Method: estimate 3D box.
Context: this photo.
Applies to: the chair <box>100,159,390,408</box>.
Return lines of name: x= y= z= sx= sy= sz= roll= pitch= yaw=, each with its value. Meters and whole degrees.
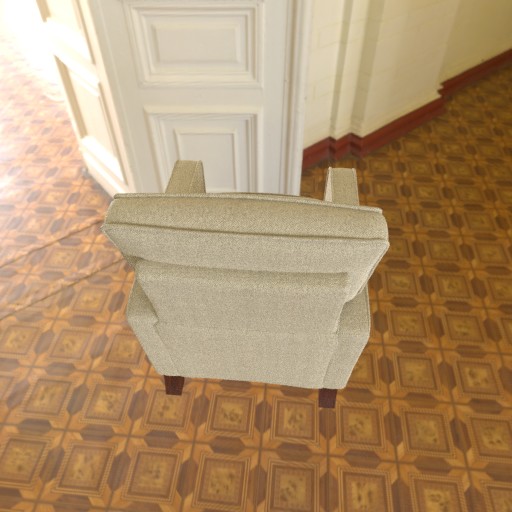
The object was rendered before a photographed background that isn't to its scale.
chair: x=0.000 y=0.000 z=1.413 sx=0.648 sy=0.888 sz=0.754 roll=4 pitch=46 yaw=4
